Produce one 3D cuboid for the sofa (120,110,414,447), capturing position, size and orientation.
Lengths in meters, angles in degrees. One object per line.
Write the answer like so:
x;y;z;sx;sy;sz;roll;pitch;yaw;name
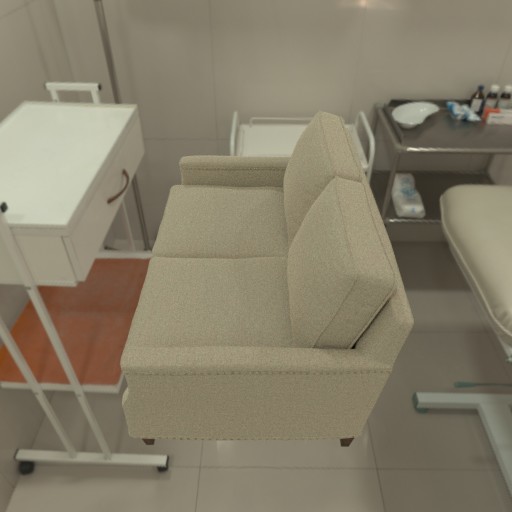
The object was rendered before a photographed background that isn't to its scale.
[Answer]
0.000;0.000;2.254;1.084;1.003;1.597;0;41;0;sofa
